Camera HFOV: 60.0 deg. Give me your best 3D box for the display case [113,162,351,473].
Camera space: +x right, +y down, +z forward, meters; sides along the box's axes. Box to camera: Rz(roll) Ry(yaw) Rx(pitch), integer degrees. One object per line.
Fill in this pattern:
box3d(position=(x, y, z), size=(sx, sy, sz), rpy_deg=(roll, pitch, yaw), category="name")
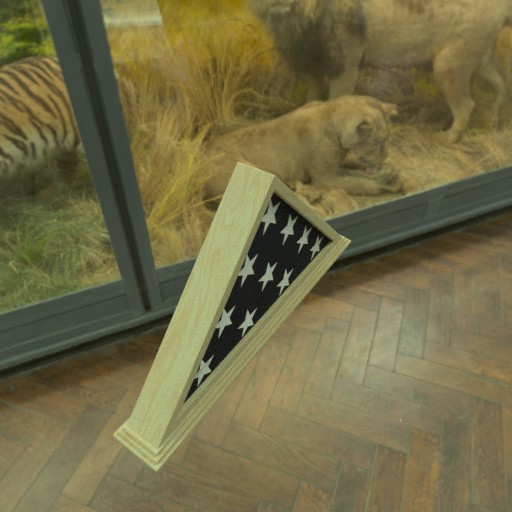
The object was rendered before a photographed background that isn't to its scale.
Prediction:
box3d(position=(0.000, 0.000, 0.753), size=(0.095, 0.340, 0.640), rpy_deg=(25, 48, 25), category="display case")
